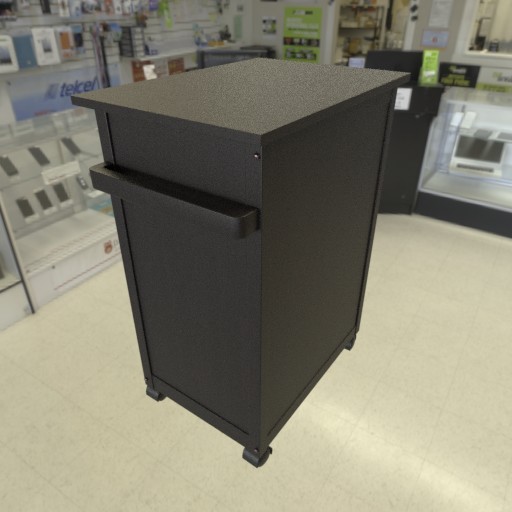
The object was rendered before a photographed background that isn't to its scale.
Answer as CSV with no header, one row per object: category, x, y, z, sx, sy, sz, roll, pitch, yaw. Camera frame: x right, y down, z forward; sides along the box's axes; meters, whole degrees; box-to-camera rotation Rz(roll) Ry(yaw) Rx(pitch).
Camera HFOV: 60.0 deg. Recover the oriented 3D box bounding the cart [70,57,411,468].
cart,0.000,0.000,1.193,0.456,0.879,0.660,21,37,30
